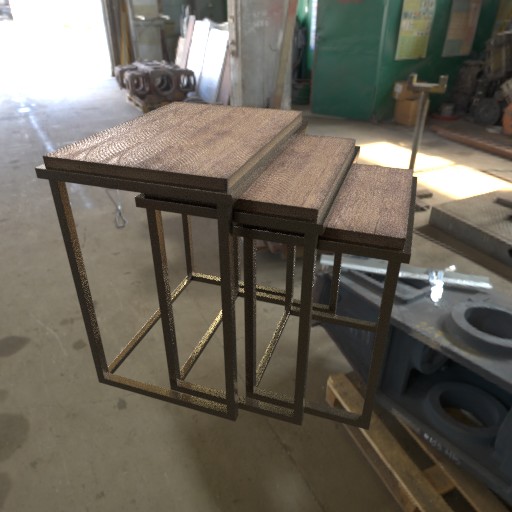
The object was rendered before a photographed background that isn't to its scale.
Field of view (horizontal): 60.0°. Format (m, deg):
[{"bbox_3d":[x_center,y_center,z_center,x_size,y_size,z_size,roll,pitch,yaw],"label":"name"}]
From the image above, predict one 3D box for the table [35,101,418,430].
[{"bbox_3d":[0.000,0.000,1.122,0.706,0.610,0.559,10,32,16],"label":"table"}]
